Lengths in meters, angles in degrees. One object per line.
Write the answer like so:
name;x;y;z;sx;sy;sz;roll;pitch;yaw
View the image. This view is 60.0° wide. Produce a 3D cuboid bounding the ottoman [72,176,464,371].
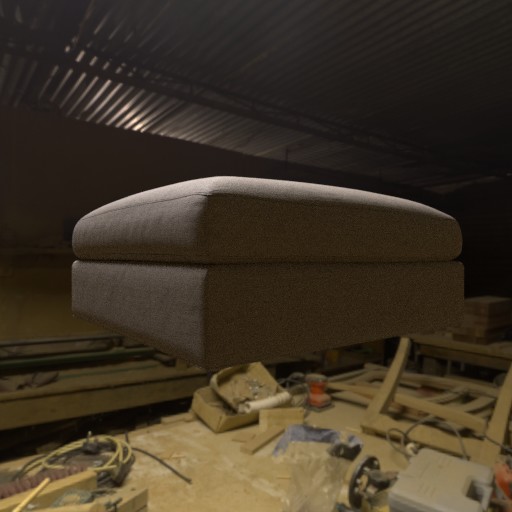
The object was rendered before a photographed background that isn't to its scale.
ottoman;0.000;0.000;1.608;1.041;0.470;1.041;0;0;-37
